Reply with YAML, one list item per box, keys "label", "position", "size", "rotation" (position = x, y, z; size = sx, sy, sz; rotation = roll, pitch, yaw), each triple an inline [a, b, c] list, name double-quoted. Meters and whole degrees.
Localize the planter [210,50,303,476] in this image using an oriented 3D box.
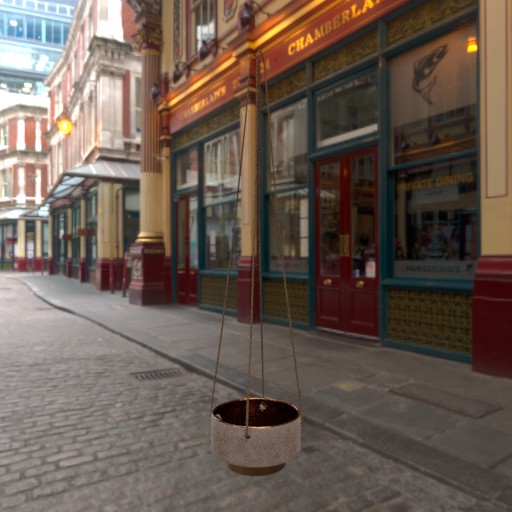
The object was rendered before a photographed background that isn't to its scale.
- label: "planter"
  position: [0.000, 0.000, 1.117]
  size: [0.223, 1.030, 0.223]
  rotation: [1, -1, -35]
